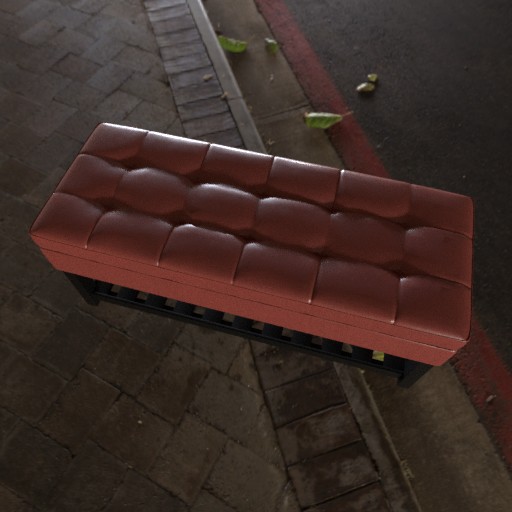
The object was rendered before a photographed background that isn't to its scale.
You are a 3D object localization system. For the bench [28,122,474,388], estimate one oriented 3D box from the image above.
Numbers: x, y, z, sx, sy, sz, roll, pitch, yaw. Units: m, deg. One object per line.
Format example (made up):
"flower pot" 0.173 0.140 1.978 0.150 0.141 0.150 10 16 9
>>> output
"bench" 0.000 0.000 1.333 1.105 0.460 0.432 13 60 8
